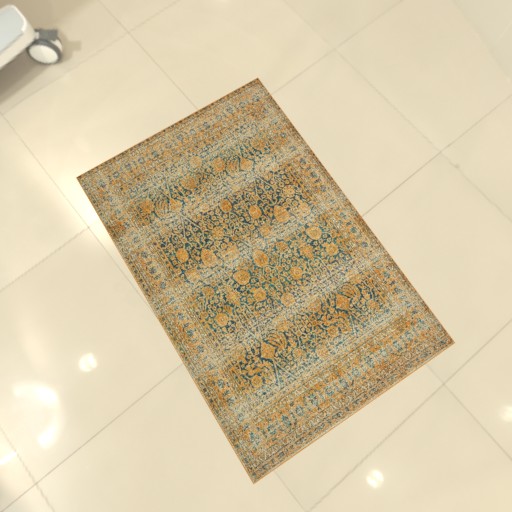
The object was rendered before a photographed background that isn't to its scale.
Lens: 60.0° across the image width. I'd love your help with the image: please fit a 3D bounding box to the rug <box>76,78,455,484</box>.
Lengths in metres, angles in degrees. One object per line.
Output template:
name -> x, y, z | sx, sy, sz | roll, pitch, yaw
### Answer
rug -> 0.000, 0.000, 2.978 | 1.525, 0.007, 2.336 | -32, 77, -8
